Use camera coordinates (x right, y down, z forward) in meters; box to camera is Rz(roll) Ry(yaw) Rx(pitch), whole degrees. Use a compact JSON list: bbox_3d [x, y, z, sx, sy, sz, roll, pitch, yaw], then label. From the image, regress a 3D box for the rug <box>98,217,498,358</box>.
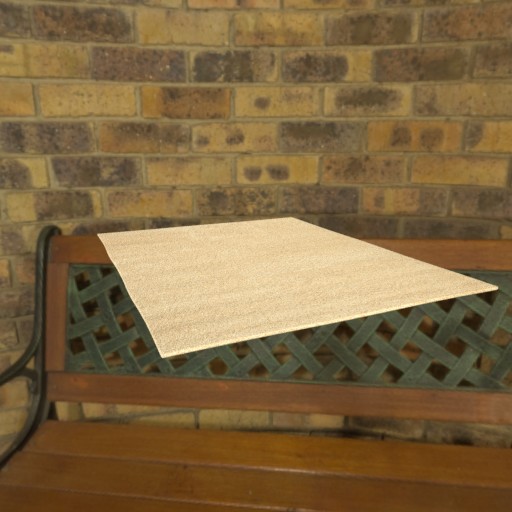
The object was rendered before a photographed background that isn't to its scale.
[{"bbox_3d":[0.000,0.000,3.972,2.400,0.025,3.000,-7,17,-24],"label":"rug"}]
